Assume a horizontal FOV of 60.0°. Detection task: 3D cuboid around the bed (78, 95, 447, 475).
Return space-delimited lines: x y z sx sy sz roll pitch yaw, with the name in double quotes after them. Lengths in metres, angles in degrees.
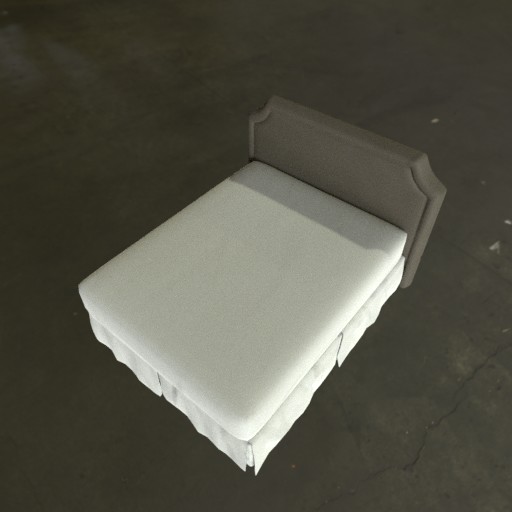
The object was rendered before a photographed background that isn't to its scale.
0.000 0.000 3.328 1.831 1.297 2.181 31 54 26 "bed"
